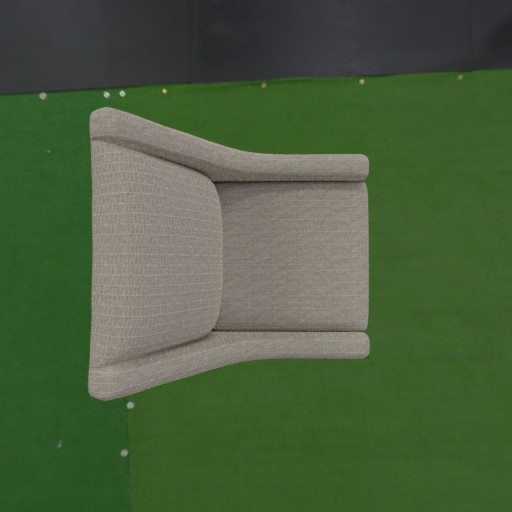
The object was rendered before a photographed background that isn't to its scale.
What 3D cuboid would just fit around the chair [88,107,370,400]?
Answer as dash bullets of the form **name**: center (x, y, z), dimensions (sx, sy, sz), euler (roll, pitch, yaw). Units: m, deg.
- **chair**: center (0.000, 0.000, 1.621), dimensions (0.870, 1.014, 0.774), euler (0, 89, 0)
